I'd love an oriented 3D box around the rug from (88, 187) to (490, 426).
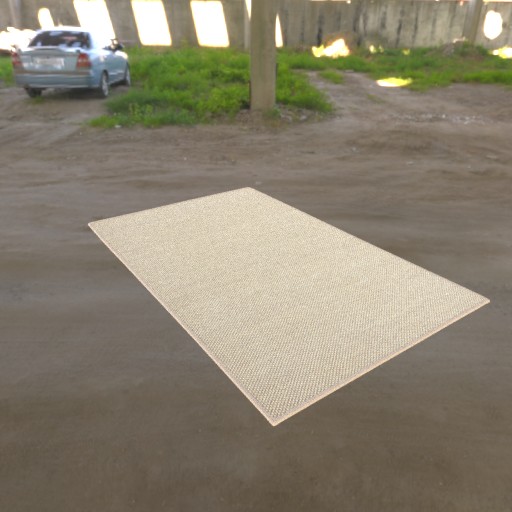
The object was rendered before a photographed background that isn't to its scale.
[{"bbox_3d":[0.000,0.000,2.068,1.067,0.013,1.676,-18,32,-31],"label":"rug"}]
